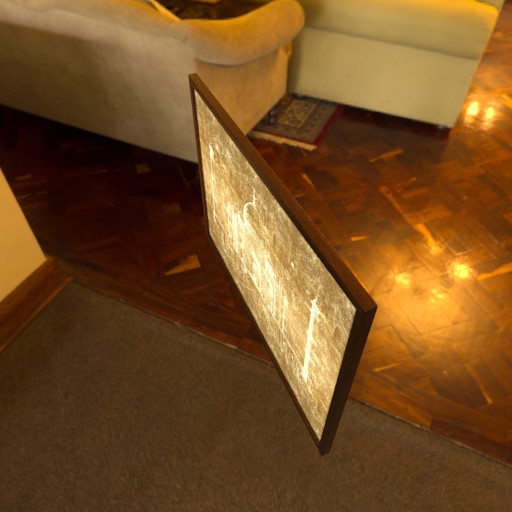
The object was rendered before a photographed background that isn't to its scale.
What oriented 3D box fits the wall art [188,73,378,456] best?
[{"bbox_3d":[0.000,0.000,0.578,0.012,0.304,0.431,-18,49,-16],"label":"wall art"}]
